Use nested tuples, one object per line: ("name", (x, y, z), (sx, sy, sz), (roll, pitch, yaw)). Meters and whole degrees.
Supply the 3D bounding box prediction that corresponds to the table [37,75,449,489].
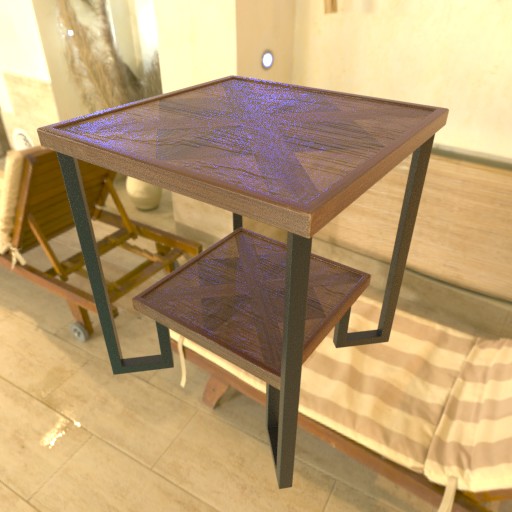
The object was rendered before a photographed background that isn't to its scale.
("table", (0.000, 0.000, 0.908), (0.503, 0.563, 0.503), (22, 39, 29))
